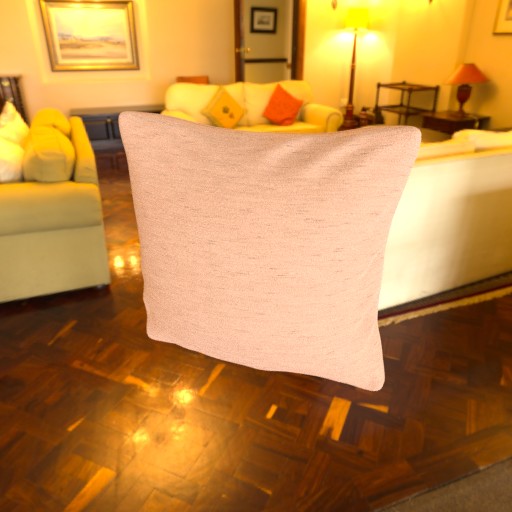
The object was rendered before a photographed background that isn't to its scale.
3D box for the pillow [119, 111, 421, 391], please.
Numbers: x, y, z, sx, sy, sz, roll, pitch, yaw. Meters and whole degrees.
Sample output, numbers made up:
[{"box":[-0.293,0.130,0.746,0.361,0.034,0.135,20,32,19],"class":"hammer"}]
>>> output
[{"box":[0.000,0.000,0.686,0.432,0.415,0.246,9,27,17],"class":"pillow"}]
